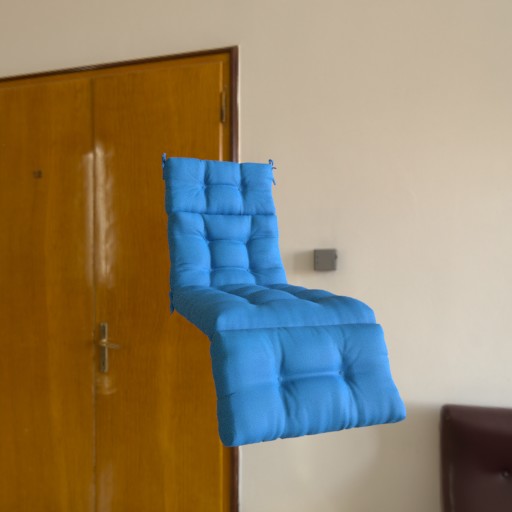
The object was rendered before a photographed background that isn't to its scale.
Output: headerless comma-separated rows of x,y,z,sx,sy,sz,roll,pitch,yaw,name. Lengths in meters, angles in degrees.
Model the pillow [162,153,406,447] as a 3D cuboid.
0.000,0.000,1.510,0.526,0.863,1.016,0,0,-19,pillow
